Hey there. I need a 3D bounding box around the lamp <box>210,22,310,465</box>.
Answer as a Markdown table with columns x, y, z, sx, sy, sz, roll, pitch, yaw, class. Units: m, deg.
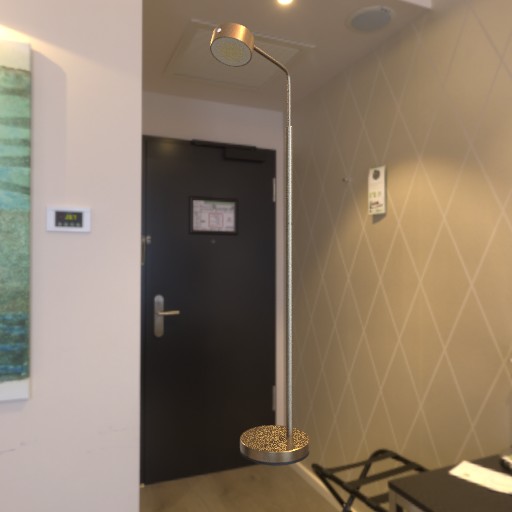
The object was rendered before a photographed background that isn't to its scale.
| x | y | z | sx | sy | sz | roll | pitch | yaw | class |
| --- | --- | --- | --- | --- | --- | --- | --- | --- | --- |
| 0.000 | 0.000 | 1.340 | 0.219 | 1.230 | 0.418 | -1 | -1 | 37 | lamp |
